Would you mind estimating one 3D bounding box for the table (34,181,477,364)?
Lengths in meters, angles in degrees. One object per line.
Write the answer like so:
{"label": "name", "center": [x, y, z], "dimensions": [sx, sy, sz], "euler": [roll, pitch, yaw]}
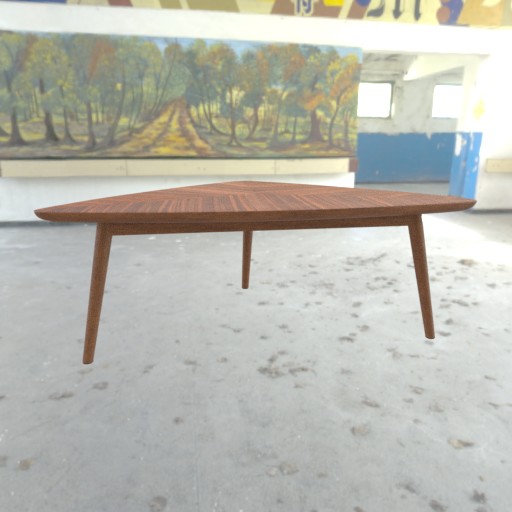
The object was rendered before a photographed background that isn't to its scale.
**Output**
{"label": "table", "center": [0.000, 0.000, 1.259], "dimensions": [1.008, 0.365, 0.601], "euler": [-2, 16, -8]}
